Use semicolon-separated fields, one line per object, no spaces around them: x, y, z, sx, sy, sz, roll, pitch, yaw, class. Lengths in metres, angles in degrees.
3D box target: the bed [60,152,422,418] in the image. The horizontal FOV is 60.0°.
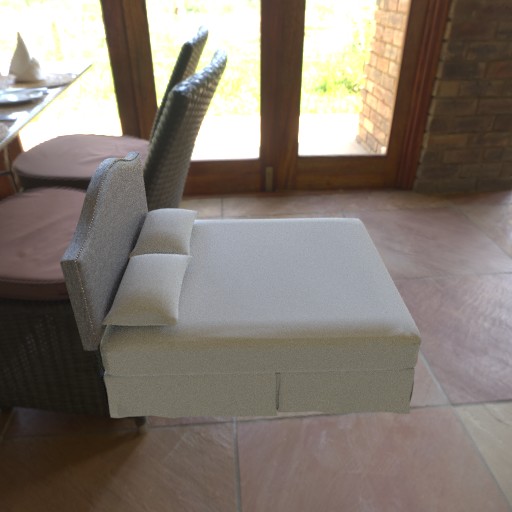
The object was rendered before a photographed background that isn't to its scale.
0.000;0.000;2.987;1.870;1.295;1.610;-1;32;-2;bed
